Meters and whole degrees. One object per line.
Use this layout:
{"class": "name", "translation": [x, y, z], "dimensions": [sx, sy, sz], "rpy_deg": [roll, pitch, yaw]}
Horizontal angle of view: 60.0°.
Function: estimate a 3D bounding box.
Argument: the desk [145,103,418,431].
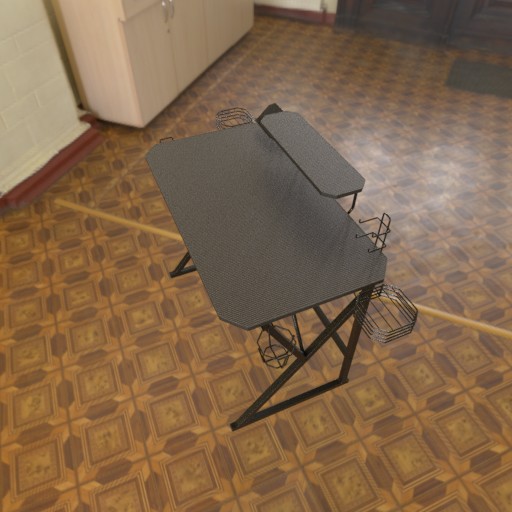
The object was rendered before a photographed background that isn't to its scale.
{"class": "desk", "translation": [0.000, 0.000, 1.748], "dimensions": [0.580, 0.880, 1.290], "rpy_deg": [-17, 48, -16]}
